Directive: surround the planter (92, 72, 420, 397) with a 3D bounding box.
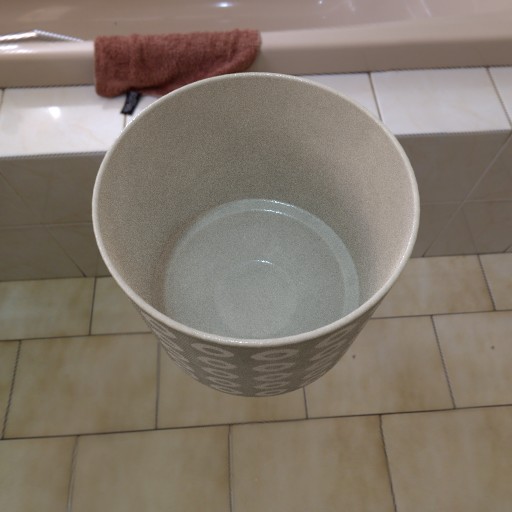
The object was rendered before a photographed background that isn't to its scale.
[{"bbox_3d":[0.000,0.000,0.340,0.190,0.181,0.190,0,63,0],"label":"planter"}]
